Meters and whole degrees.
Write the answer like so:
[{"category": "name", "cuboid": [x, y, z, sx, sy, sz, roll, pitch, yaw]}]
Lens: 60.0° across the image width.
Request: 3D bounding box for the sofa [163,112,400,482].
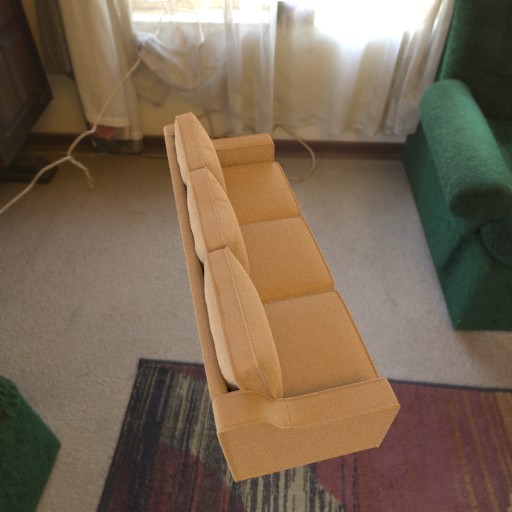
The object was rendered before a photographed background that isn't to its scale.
[{"category": "sofa", "cuboid": [0.000, 0.000, 2.541, 0.791, 0.902, 2.131, -10, 47, -9]}]
